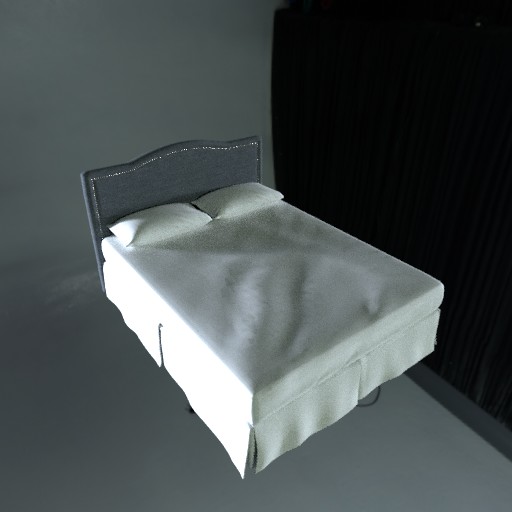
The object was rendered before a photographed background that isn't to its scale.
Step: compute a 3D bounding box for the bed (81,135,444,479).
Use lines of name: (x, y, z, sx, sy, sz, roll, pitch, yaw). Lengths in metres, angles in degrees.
bed: (0.000, 0.000, 3.994, 2.161, 1.457, 2.689, -21, 37, -31)
